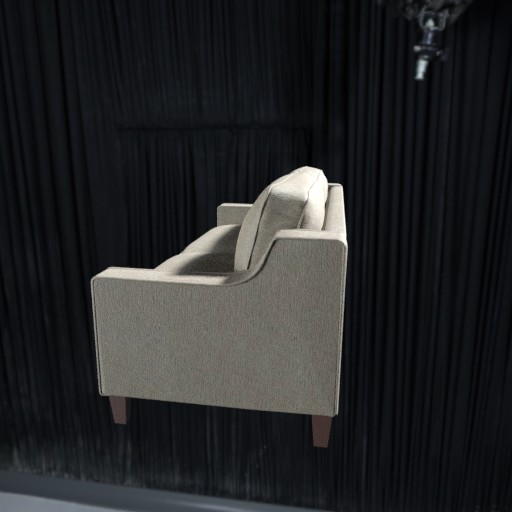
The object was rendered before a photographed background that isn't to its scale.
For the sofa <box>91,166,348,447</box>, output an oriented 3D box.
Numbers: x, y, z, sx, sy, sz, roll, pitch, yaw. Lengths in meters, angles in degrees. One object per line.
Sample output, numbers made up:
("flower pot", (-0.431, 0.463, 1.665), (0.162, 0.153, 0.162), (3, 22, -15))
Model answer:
("sofa", (0.000, 0.000, 2.801), (1.073, 1.074, 2.181), (2, 15, 9))
